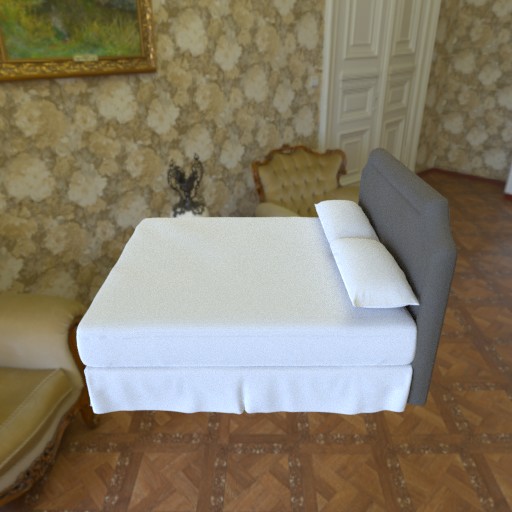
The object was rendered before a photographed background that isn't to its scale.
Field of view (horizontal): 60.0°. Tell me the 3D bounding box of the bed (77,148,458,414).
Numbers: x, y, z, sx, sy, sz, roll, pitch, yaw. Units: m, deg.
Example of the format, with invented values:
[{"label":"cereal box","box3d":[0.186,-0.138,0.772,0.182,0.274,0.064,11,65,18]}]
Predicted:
[{"label":"bed","box3d":[0.000,0.000,3.908,2.536,1.561,2.194,0,26,0]}]
